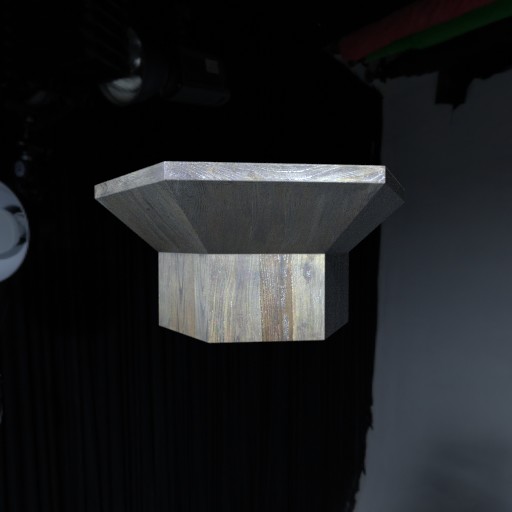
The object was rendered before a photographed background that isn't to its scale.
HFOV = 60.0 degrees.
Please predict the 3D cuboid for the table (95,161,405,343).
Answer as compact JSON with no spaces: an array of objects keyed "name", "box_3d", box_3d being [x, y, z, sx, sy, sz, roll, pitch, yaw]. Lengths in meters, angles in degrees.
[{"name":"table","box_3d":[0.000,0.000,1.592,0.966,0.488,1.115,-1,2,-36]}]
